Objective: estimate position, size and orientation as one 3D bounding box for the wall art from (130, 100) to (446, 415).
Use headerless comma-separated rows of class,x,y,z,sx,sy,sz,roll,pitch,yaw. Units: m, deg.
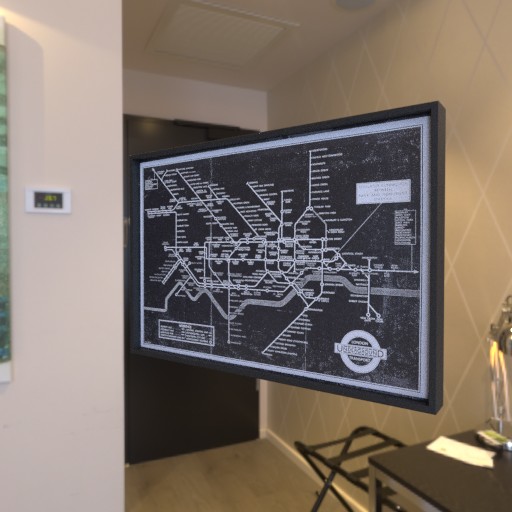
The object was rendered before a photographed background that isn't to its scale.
wall art,0.000,0.000,0.852,0.671,0.456,0.051,1,1,35
